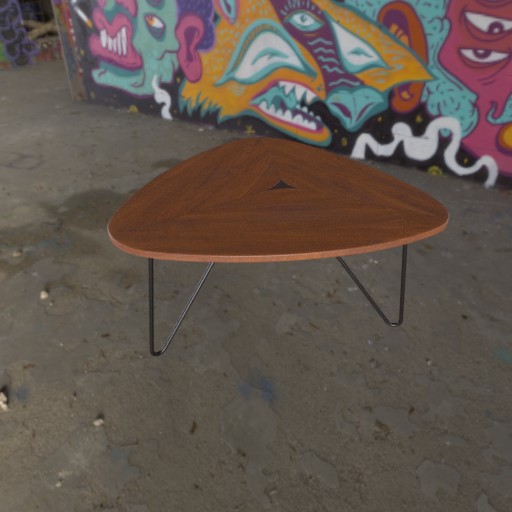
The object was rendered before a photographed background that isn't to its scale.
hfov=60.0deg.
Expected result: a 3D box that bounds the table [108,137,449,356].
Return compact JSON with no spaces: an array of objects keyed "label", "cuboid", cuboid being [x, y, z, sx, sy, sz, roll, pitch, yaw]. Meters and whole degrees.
[{"label":"table","cuboid":[0.000,0.000,1.334,0.821,0.413,0.833,-22,38,-30]}]
